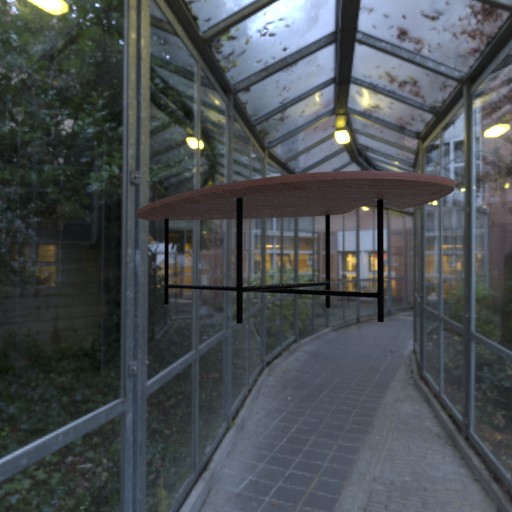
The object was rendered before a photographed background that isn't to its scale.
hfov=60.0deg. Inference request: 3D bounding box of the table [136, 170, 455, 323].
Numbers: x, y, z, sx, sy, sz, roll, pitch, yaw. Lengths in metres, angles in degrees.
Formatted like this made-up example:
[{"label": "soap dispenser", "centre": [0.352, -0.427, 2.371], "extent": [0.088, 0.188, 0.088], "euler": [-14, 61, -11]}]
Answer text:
[{"label": "table", "centre": [0.000, 0.000, 1.436], "extent": [1.199, 0.360, 0.598], "euler": [-1, -1, 37]}]
